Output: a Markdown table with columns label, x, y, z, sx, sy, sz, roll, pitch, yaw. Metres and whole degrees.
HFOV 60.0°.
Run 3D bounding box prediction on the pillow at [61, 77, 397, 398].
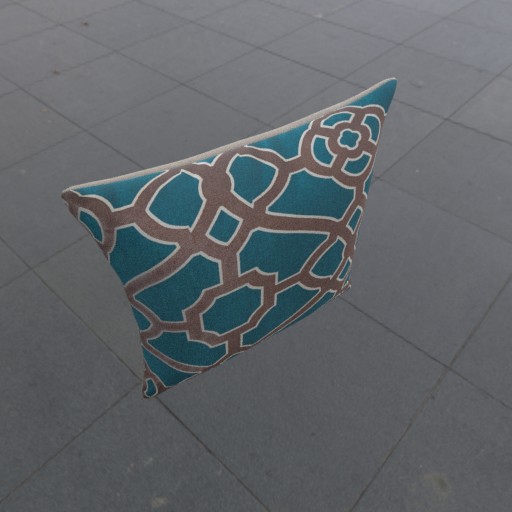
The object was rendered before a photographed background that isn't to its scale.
| label | x | y | z | sx | sy | sz | roll | pitch | yaw |
| --- | --- | --- | --- | --- | --- | --- | --- | --- | --- |
| pillow | 0.000 | 0.000 | 0.778 | 0.526 | 0.507 | 0.166 | -25 | 52 | -21 |
